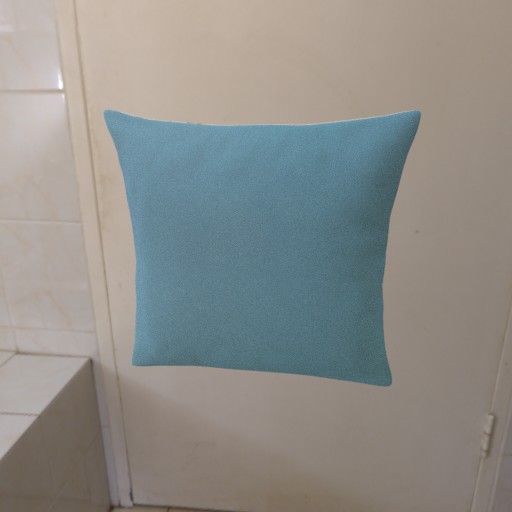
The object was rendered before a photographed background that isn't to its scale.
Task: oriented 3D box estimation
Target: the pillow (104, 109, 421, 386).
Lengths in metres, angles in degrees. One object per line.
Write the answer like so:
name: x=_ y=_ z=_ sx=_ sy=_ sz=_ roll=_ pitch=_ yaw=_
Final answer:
pillow: x=0.000 y=0.000 z=0.807 sx=0.526 sy=0.507 sz=0.166 roll=3 pitch=18 yaw=8
